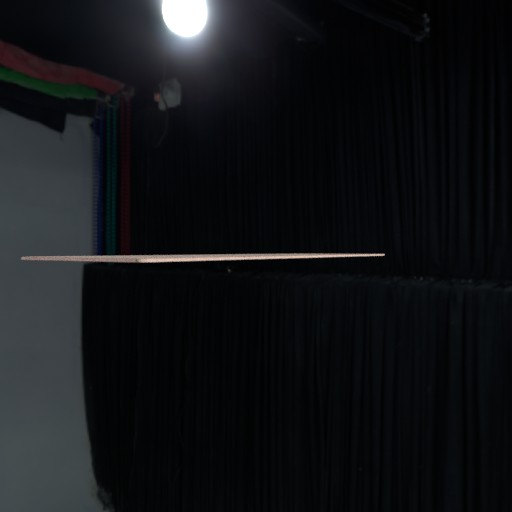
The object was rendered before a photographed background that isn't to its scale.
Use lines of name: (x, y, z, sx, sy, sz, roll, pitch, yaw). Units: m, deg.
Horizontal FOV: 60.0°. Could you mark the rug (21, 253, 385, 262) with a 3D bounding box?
rug: (0.000, 0.000, 2.654, 0.760, 0.015, 2.435, 0, 1, 35)
